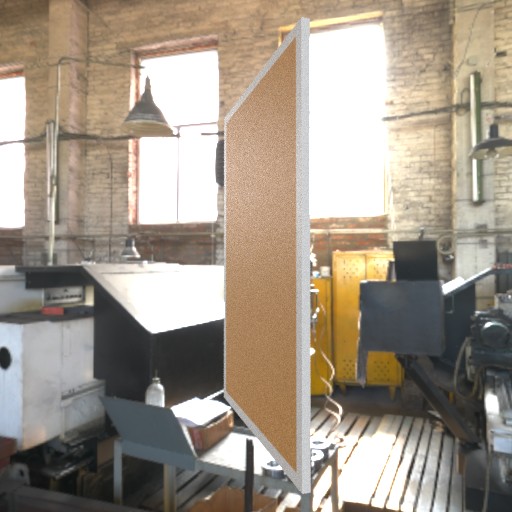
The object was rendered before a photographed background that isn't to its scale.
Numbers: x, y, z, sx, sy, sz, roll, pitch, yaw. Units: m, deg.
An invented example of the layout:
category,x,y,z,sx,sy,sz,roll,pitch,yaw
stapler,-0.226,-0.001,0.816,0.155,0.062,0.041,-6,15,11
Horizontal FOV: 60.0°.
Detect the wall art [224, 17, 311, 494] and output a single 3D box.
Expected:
category,x,y,z,sx,sy,sz,roll,pitch,yaw
wall art,0.000,0.000,0.828,0.013,0.656,0.456,0,-1,-18
